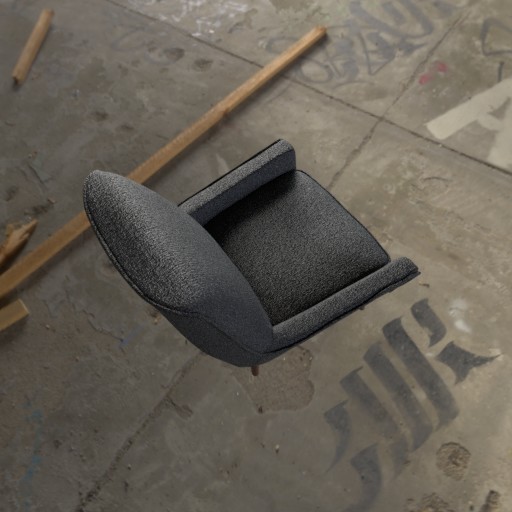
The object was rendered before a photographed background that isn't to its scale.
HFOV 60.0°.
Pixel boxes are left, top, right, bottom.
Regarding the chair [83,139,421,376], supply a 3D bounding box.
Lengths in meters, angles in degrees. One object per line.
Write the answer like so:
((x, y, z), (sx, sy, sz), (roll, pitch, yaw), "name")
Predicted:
((0.000, 0.000, 1.525), (0.859, 0.883, 0.763), (-31, 64, -17), "chair")
